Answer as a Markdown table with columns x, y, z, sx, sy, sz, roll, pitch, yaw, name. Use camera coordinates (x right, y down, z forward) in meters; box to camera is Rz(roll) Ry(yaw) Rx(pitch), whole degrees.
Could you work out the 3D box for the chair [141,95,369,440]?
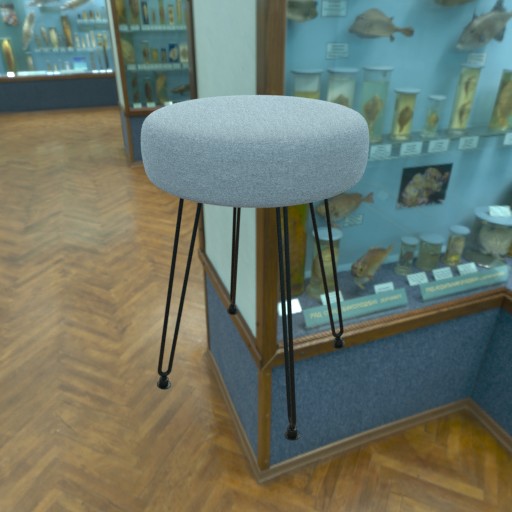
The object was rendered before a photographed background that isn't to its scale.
| x | y | z | sx | sy | sz | roll | pitch | yaw | name |
| --- | --- | --- | --- | --- | --- | --- | --- | --- | --- |
| 0.000 | 0.000 | 0.685 | 0.350 | 0.440 | 0.350 | -9 | 30 | -16 | chair |
